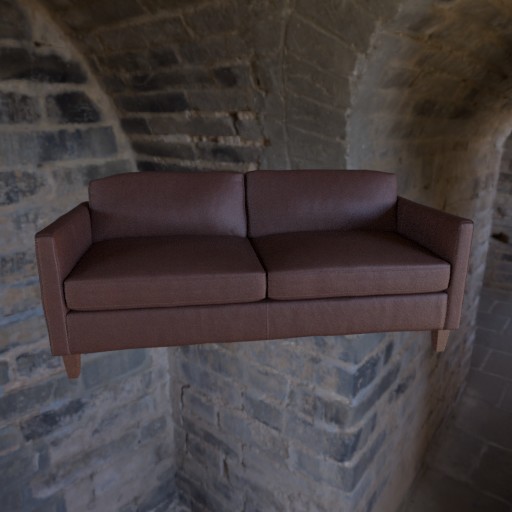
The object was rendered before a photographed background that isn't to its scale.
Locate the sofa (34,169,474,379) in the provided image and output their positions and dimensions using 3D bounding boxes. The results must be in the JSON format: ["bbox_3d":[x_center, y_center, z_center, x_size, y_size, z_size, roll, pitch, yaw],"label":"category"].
[{"bbox_3d":[0.000,0.000,2.395,1.971,0.863,0.923,-2,16,-8],"label":"sofa"}]
